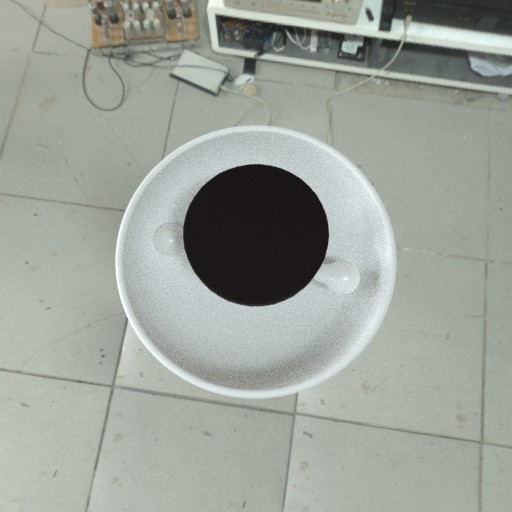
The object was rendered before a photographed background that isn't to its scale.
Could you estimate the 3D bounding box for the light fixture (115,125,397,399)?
[{"bbox_3d":[0.000,0.000,0.543,0.331,0.212,0.331,0,76,0],"label":"light fixture"}]
